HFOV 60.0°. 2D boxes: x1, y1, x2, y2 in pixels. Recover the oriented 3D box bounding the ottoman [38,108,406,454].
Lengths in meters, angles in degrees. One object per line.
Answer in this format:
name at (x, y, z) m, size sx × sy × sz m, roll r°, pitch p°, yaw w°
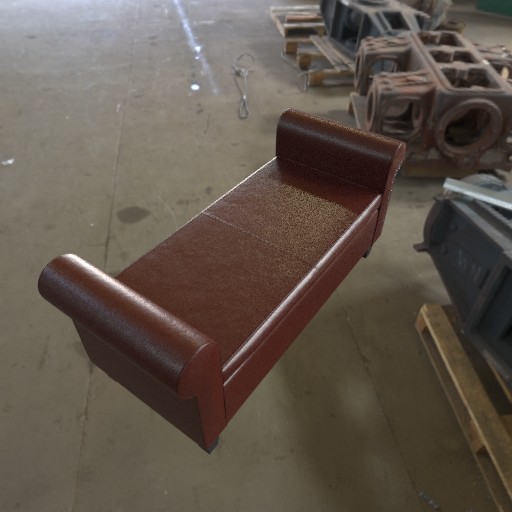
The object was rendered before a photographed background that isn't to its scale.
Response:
ottoman at (0.000, 0.000, 1.569) m, size 0.521 × 0.547 × 1.256 m, roll 26°, pitch 49°, yaw 26°
